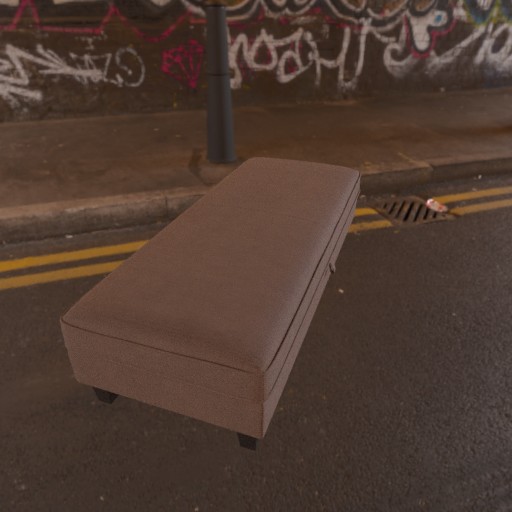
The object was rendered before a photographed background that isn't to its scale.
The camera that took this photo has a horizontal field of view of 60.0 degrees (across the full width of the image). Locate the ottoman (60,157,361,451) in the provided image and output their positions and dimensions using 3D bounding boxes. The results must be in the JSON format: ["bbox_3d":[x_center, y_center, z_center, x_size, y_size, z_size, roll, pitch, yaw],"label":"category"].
[{"bbox_3d":[0.000,0.000,2.089,0.751,0.470,1.764,10,32,17],"label":"ottoman"}]
